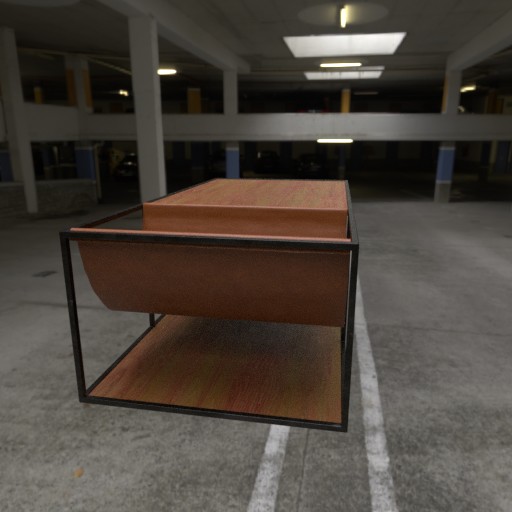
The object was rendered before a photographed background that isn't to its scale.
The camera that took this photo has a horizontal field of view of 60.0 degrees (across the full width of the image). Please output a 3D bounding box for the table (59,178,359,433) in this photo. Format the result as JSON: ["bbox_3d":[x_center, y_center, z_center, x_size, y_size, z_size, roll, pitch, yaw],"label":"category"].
[{"bbox_3d":[0.000,0.000,1.471,0.597,0.403,1.199,3,15,10],"label":"table"}]
